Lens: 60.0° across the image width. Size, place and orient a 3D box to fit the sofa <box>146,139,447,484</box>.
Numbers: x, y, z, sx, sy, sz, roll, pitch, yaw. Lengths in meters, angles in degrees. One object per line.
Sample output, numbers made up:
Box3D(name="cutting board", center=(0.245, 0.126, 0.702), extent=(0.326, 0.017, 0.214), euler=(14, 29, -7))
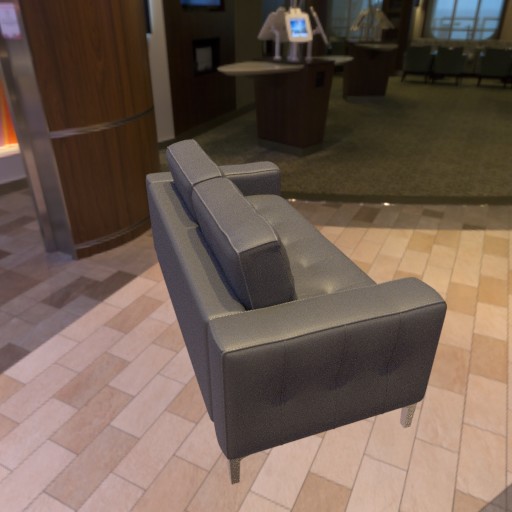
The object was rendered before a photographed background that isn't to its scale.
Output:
Box3D(name="sofa", center=(0.000, 0.000, 2.178), extent=(0.833, 0.893, 1.726), euler=(-10, 31, -17))
